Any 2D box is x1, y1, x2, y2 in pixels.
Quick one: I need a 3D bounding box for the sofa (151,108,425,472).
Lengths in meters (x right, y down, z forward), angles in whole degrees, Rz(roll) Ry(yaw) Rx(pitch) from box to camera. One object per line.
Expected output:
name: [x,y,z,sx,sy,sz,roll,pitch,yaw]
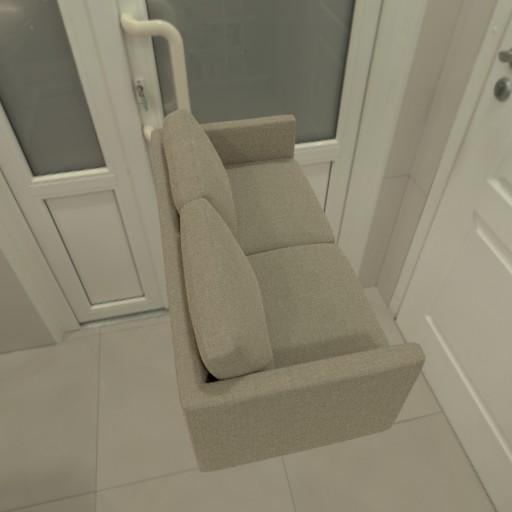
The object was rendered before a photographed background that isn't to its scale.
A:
sofa: [0.000,0.000,2.397,0.951,0.947,1.884,-9,47,-9]
